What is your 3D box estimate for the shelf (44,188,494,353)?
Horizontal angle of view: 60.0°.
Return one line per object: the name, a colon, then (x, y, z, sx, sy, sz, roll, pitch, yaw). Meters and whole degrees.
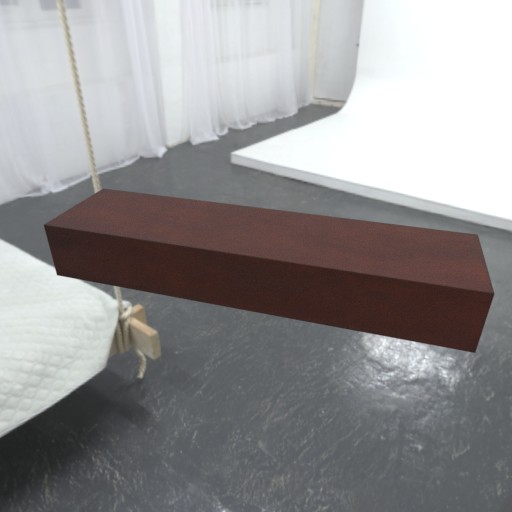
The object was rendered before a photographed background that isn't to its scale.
shelf: (0.000, 0.000, 0.659, 0.607, 0.088, 0.152, 9, 31, 15)
